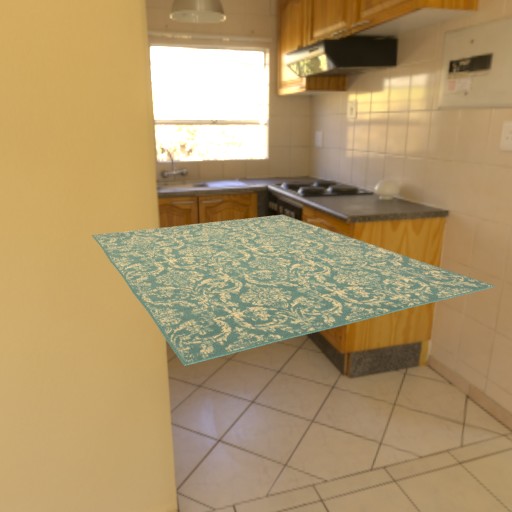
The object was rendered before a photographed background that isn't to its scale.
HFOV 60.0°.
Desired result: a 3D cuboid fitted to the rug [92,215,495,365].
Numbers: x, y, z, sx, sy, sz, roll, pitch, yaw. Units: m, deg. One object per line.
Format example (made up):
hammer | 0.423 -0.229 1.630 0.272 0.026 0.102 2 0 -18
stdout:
rug | 0.000 0.000 3.959 2.363 0.012 2.980 -9 19 -27
